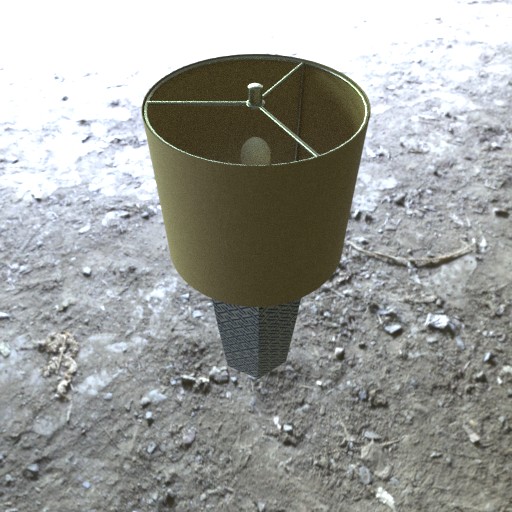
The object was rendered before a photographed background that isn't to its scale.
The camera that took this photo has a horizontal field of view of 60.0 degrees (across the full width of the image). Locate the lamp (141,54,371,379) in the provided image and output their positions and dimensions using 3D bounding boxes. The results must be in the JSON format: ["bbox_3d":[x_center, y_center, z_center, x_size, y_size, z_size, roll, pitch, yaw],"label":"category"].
[{"bbox_3d":[0.000,0.000,0.860,0.320,0.682,0.320,23,51,20],"label":"lamp"}]
